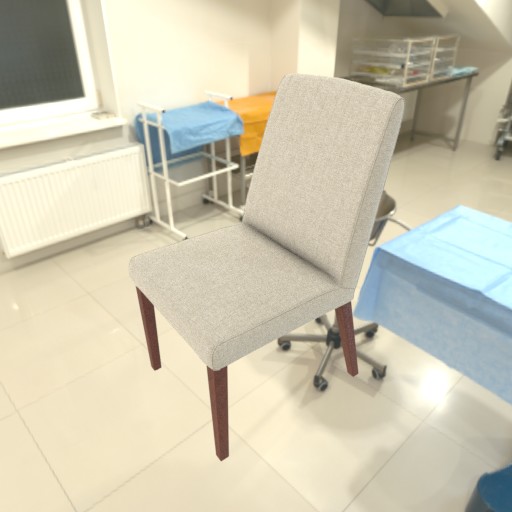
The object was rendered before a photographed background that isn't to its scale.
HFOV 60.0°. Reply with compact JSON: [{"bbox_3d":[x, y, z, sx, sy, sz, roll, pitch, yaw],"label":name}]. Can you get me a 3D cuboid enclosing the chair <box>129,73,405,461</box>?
[{"bbox_3d":[0.000,0.000,1.264,0.594,0.900,0.480,-21,37,-31],"label":"chair"}]
